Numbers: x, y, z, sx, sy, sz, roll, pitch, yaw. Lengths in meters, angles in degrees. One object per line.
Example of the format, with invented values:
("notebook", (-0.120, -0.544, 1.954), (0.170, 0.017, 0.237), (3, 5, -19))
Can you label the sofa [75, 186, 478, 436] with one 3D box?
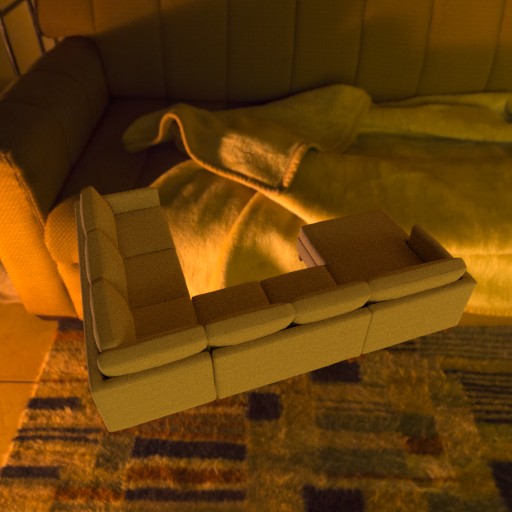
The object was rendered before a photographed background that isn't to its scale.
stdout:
("sofa", (0.000, 0.000, 4.682), (3.460, 0.961, 2.594), (-13, 44, -14))
